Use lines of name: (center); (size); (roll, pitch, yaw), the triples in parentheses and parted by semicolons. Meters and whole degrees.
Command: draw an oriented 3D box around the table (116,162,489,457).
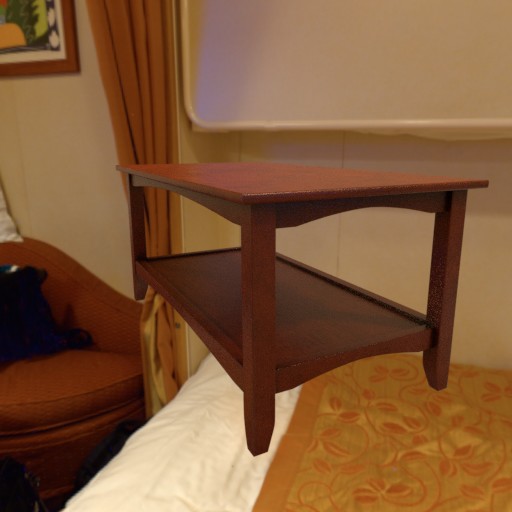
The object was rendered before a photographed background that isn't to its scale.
table: (0.000, 0.000, 1.202); (0.533, 0.456, 0.943); (-7, 16, -27)
